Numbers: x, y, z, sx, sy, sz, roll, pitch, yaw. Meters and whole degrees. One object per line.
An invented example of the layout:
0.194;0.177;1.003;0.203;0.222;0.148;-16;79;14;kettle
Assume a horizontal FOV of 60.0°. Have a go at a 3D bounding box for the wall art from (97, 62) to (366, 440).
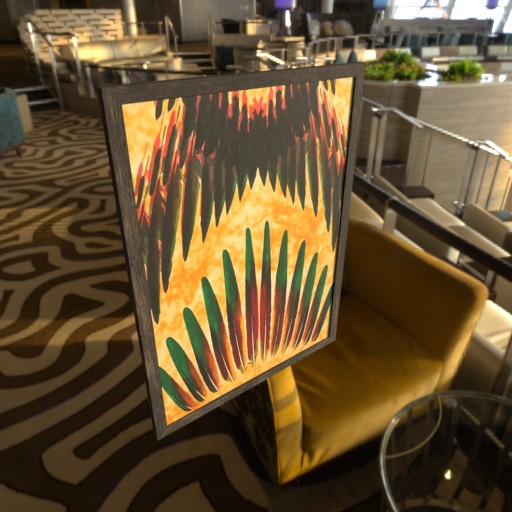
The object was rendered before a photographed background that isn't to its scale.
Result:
0.000;0.000;1.384;0.812;1.066;0.029;-20;35;-32;wall art
